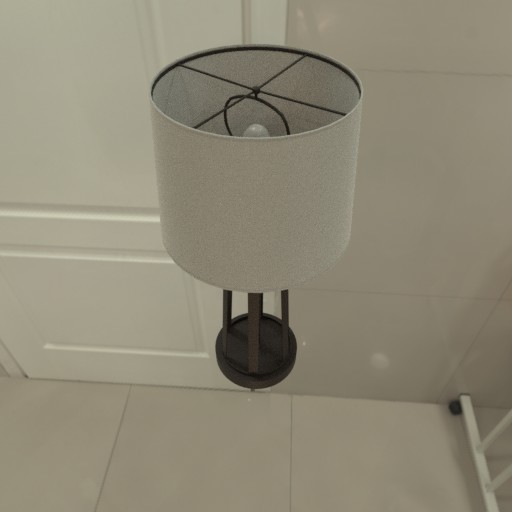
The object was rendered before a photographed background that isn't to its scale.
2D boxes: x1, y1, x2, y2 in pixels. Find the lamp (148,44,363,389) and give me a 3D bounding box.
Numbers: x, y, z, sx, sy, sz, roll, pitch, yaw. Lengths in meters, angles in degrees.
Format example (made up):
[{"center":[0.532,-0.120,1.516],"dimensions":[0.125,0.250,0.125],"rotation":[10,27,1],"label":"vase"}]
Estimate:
[{"center":[0.000,0.000,0.640],"dimensions":[0.251,0.509,0.251],"rotation":[0,45,0],"label":"lamp"}]
